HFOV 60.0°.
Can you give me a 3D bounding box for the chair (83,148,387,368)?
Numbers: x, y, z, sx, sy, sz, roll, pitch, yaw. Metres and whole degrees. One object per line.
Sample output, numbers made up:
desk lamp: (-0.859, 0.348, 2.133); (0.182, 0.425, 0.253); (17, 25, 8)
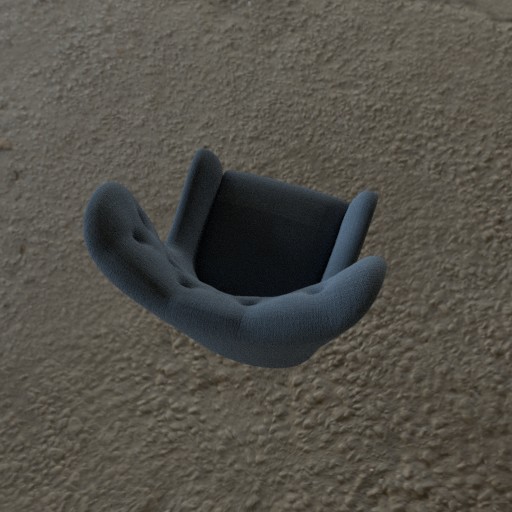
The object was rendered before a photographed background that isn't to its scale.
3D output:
chair: (0.000, 0.000, 1.734); (0.831, 1.079, 0.930); (16, 64, 8)
